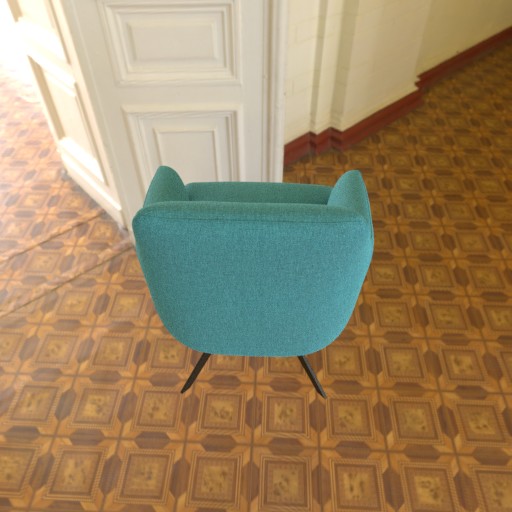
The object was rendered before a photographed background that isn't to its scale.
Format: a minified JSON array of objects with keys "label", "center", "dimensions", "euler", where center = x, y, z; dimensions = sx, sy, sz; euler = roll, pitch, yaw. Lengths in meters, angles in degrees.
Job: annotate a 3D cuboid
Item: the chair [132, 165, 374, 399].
[{"label":"chair","center":[0.000,0.000,1.340],"dimensions":[0.642,0.874,0.677],"euler":[2,46,2]}]
